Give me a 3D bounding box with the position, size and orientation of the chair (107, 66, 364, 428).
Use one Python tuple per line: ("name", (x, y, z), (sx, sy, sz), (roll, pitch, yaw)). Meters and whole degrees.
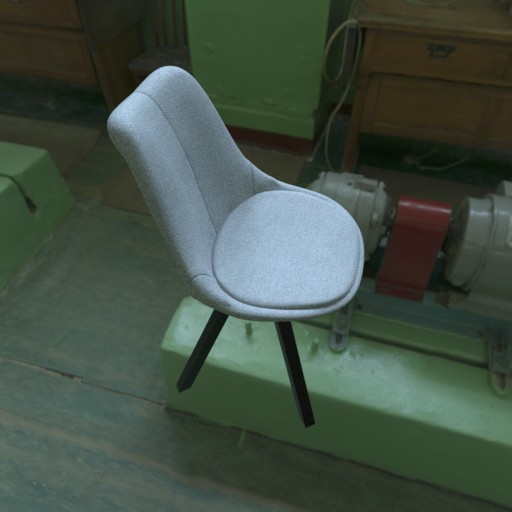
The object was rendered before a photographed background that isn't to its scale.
("chair", (0.000, 0.000, 1.169), (0.550, 0.850, 0.485), (11, 47, 11))
